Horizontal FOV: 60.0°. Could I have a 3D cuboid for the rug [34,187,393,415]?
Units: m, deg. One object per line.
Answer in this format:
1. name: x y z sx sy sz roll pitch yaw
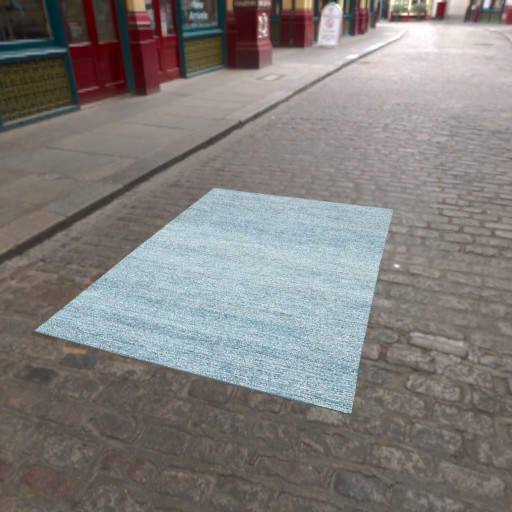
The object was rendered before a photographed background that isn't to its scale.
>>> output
1. rug: 0.000 0.000 2.949 1.611 0.026 2.260 10 30 17
